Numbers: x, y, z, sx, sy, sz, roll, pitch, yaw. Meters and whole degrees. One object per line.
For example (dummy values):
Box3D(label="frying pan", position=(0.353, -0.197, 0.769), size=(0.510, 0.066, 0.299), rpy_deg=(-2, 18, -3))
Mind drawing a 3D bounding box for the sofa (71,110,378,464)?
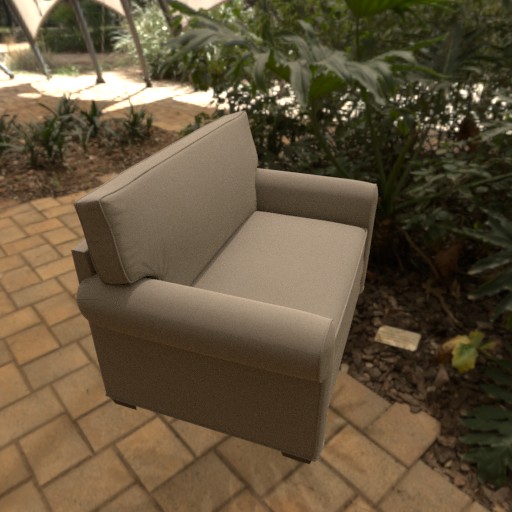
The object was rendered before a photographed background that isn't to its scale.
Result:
Box3D(label="sofa", position=(0.000, 0.000, 2.041), size=(0.937, 1.006, 1.405), rpy_deg=(10, 32, 17))
